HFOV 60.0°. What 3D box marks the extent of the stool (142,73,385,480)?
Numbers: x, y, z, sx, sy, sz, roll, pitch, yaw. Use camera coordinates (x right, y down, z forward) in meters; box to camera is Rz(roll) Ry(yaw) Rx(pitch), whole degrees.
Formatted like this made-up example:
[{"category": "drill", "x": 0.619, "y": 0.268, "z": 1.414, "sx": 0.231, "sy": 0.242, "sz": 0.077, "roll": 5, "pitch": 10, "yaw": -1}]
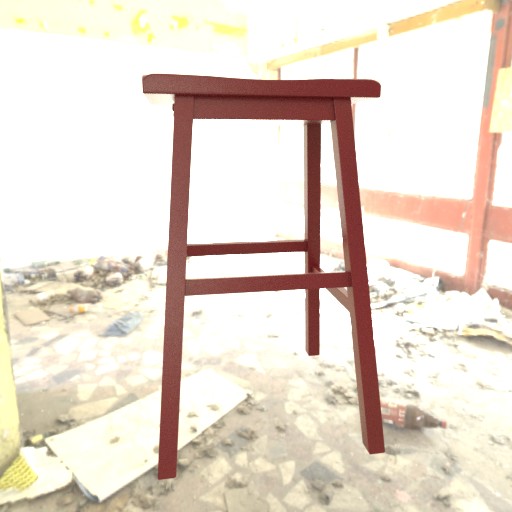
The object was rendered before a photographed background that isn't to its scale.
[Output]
[{"category": "stool", "x": 0.000, "y": 0.000, "z": 1.012, "sx": 0.457, "sy": 0.737, "sz": 0.476, "roll": -2, "pitch": 14, "yaw": -9}]
